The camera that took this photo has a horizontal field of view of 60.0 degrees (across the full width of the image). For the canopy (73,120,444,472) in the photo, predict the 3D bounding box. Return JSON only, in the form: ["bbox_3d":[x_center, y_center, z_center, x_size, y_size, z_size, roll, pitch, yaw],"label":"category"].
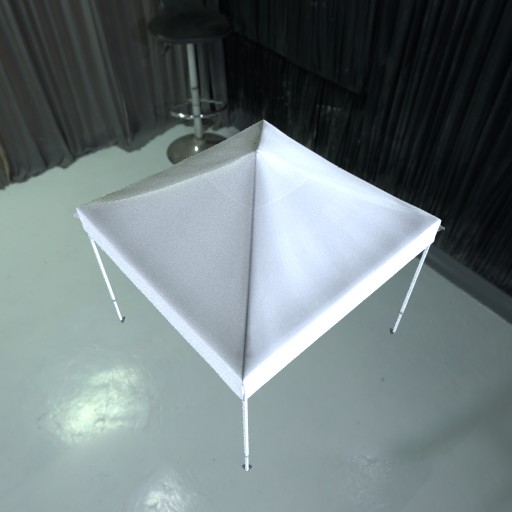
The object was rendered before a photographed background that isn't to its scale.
[{"bbox_3d":[0.000,0.000,5.450,2.996,2.998,2.994,-33,55,-27],"label":"canopy"}]
